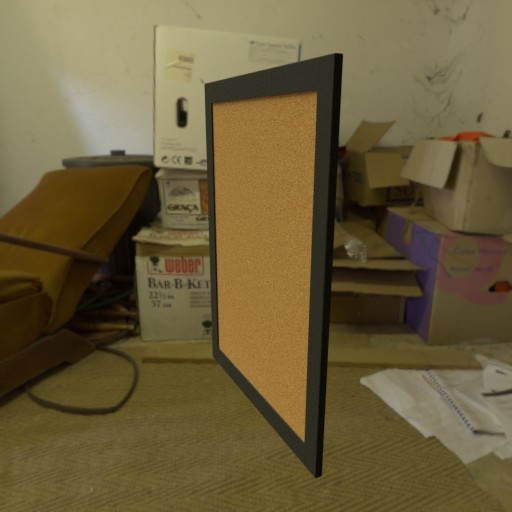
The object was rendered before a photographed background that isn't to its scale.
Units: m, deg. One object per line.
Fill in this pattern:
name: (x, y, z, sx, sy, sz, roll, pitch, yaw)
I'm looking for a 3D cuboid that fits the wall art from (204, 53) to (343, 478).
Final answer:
wall art: (0.000, 0.000, 0.687, 0.012, 0.529, 0.374, -8, 18, -26)
